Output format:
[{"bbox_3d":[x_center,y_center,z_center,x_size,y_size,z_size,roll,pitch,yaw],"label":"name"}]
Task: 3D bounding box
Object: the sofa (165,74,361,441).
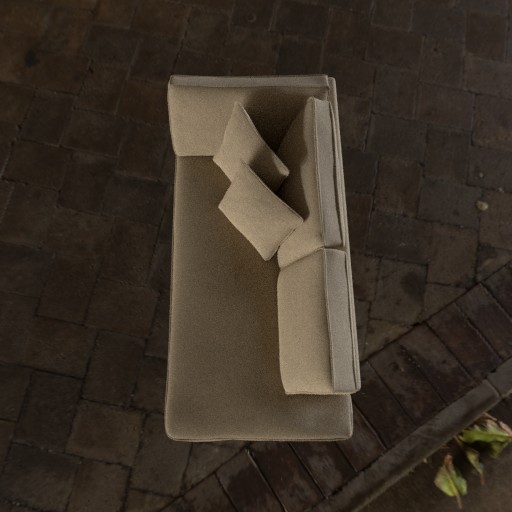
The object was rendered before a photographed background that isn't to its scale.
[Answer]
[{"bbox_3d":[0.000,0.000,2.862,1.110,1.033,2.237,-1,74,0],"label":"sofa"}]
